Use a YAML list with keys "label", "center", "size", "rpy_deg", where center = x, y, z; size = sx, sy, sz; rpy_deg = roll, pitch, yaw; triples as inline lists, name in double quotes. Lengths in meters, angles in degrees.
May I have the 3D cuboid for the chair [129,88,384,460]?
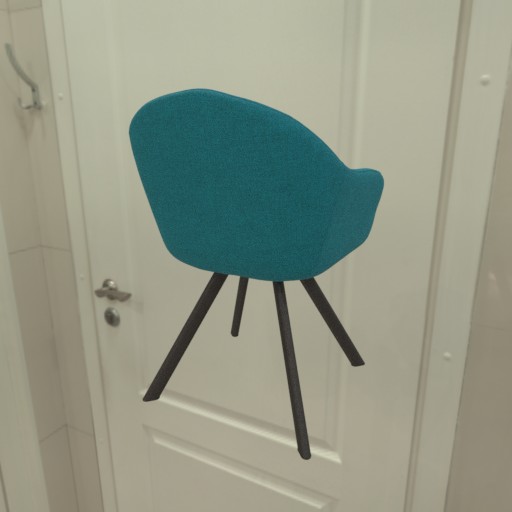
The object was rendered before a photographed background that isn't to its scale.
- label: "chair"
  center: [0.000, 0.000, 1.148]
  size: [0.545, 0.775, 0.565]
  rpy_deg: [8, 18, 27]
